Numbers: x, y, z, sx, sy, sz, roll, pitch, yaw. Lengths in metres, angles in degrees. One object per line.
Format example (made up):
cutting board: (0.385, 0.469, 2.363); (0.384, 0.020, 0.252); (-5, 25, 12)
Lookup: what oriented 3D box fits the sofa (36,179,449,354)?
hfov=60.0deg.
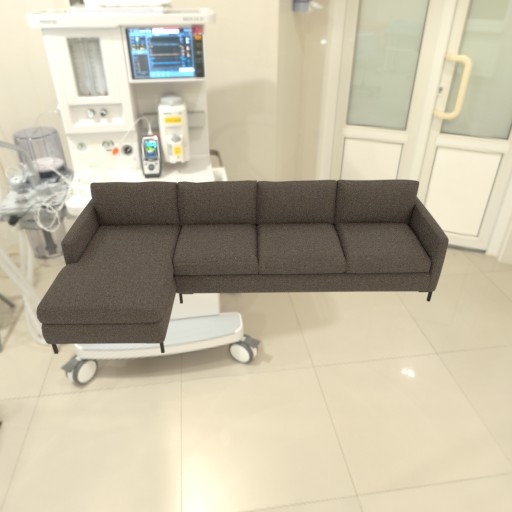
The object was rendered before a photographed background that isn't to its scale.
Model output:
sofa: (0.000, 0.000, 3.225); (2.731, 0.754, 1.258); (-1, 33, -1)
